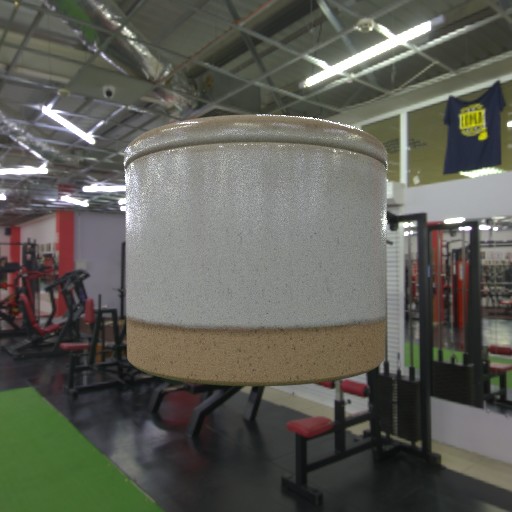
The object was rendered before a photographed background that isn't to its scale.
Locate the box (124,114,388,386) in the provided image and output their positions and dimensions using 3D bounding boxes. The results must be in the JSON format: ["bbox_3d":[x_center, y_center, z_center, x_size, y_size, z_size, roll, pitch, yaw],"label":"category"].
[{"bbox_3d":[0.000,0.000,0.268,0.154,0.123,0.154,0,-2,0],"label":"box"}]
